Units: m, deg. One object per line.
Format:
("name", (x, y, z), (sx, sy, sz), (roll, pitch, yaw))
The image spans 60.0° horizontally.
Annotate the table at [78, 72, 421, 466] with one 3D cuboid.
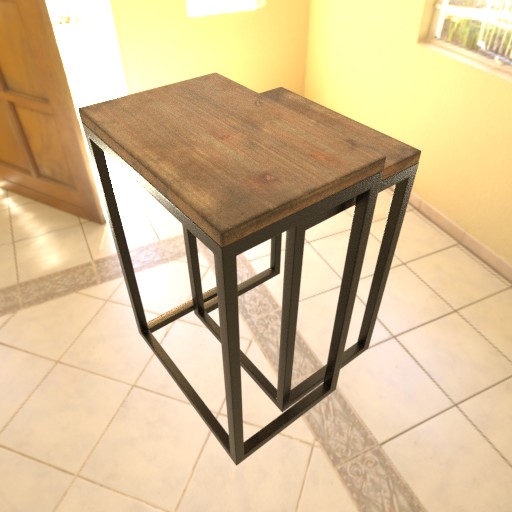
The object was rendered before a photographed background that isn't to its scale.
("table", (0.000, 0.000, 0.944), (0.460, 0.615, 0.456), (-25, 47, -26))
